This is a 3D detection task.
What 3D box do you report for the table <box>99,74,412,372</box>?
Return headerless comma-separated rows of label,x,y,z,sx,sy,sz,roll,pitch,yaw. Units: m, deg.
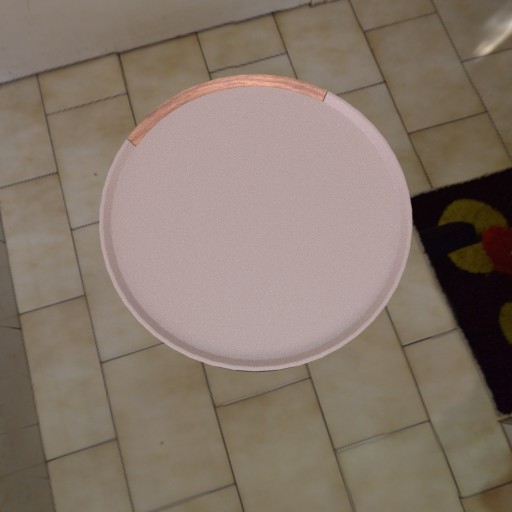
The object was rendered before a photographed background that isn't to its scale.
table,0.000,0.000,0.891,0.450,0.530,0.450,0,76,0
